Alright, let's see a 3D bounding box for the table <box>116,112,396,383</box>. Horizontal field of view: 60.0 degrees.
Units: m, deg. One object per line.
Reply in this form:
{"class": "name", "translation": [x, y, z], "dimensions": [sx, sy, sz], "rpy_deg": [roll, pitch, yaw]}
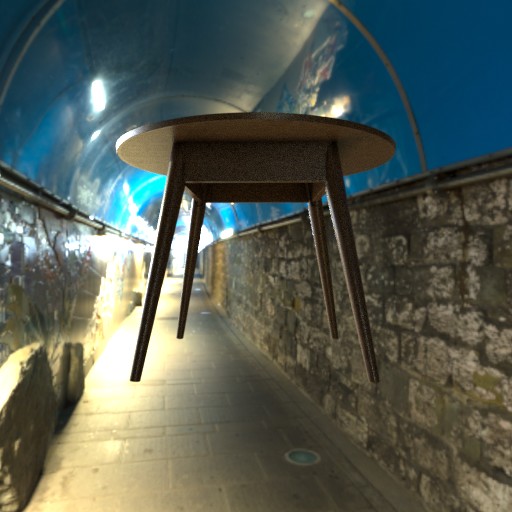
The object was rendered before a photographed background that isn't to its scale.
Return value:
{"class": "table", "translation": [0.000, 0.000, 1.744], "dimensions": [1.053, 0.786, 1.053], "rpy_deg": [0, 0, 0]}
